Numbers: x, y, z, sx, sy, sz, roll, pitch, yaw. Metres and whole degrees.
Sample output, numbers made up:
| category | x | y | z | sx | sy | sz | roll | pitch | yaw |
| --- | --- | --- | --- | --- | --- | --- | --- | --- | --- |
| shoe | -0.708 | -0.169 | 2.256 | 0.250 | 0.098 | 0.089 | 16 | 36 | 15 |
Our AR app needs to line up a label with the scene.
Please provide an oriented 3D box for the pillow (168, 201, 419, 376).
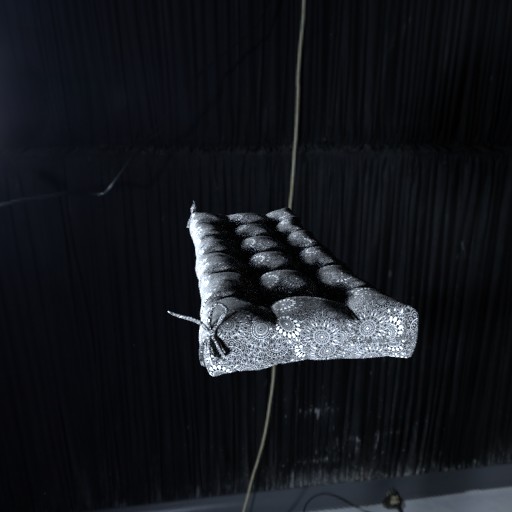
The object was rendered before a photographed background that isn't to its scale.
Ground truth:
| category | x | y | z | sx | sy | sz | roll | pitch | yaw |
| --- | --- | --- | --- | --- | --- | --- | --- | --- | --- |
| pillow | 0.000 | 0.000 | 1.394 | 0.511 | 0.174 | 1.194 | -3 | 17 | -9 |
